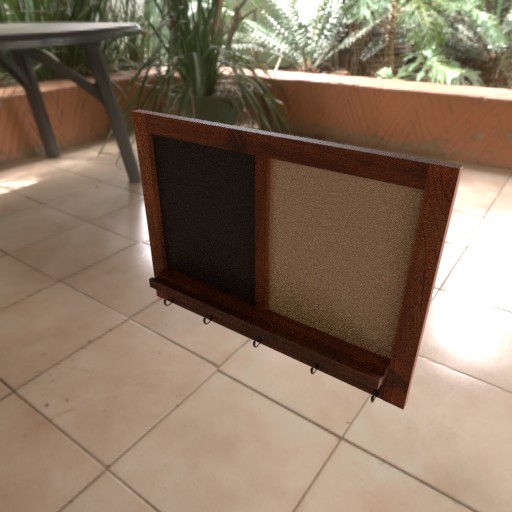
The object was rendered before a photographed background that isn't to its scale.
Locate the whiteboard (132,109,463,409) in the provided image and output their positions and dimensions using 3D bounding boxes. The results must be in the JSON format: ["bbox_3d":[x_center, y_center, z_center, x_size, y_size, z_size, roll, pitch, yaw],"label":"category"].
[{"bbox_3d":[0.000,0.000,1.022,0.768,0.553,0.083,19,35,30],"label":"whiteboard"}]
